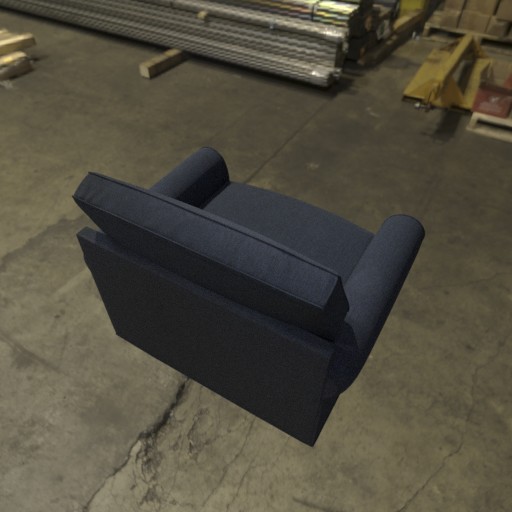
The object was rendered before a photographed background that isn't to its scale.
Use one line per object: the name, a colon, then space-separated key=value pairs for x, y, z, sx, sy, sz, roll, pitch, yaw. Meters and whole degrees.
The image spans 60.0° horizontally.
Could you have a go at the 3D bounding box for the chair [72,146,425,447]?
chair: x=0.000 y=0.000 z=2.045 sx=1.285 sy=1.044 sz=0.963 roll=23 pitch=50 yaw=21
